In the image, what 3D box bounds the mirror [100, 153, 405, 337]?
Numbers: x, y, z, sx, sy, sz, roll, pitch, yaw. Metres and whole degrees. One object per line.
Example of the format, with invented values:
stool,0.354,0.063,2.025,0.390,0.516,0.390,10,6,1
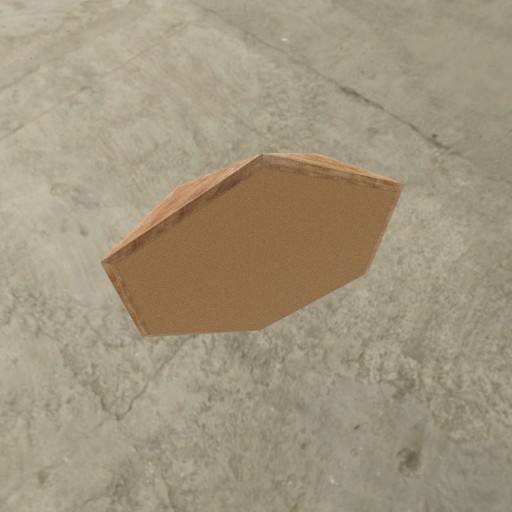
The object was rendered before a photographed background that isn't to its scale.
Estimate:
mirror,0.000,0.000,1.120,0.675,0.779,0.091,-15,59,-9
